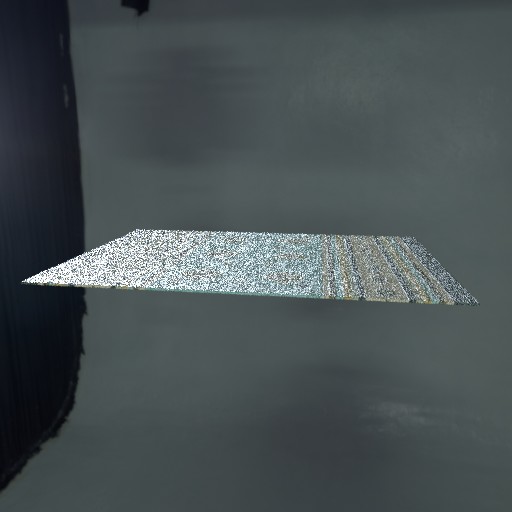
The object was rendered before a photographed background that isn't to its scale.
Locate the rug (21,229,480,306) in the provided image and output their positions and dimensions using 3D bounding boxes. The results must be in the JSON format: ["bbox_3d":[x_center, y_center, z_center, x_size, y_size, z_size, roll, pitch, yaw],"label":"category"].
[{"bbox_3d":[0.000,0.000,2.309,1.811,0.010,1.212,2,14,8],"label":"rug"}]
